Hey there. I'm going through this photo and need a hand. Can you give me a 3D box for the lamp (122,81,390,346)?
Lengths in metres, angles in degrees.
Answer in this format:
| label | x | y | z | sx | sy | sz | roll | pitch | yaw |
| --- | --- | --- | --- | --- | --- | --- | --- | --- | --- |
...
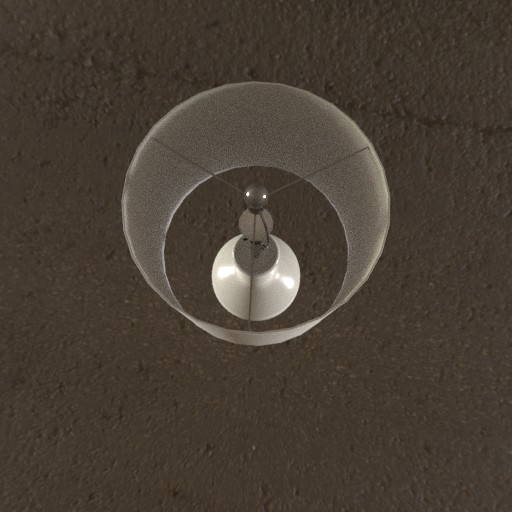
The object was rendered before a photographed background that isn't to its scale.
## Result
| label | x | y | z | sx | sy | sz | roll | pitch | yaw |
| --- | --- | --- | --- | --- | --- | --- | --- | --- | --- |
| lamp | 0.000 | 0.000 | 0.888 | 0.357 | 0.673 | 0.357 | -26 | 77 | -6 |
